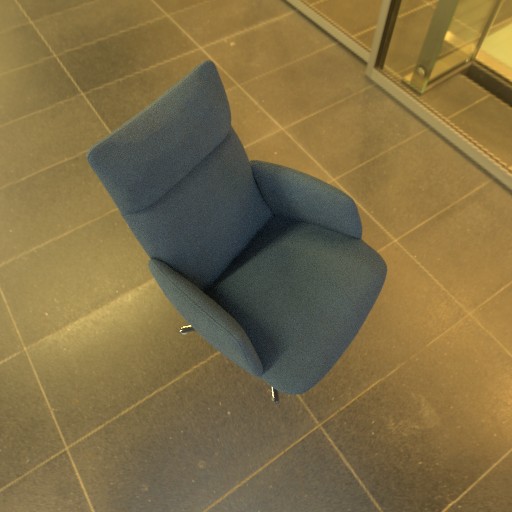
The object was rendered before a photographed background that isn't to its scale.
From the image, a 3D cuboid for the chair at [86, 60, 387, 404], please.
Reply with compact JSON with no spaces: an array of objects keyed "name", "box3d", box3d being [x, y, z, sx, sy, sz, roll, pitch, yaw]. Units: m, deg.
[{"name":"chair","box3d":[0.000,0.000,1.627,0.889,1.016,0.711,32,63,18]}]
